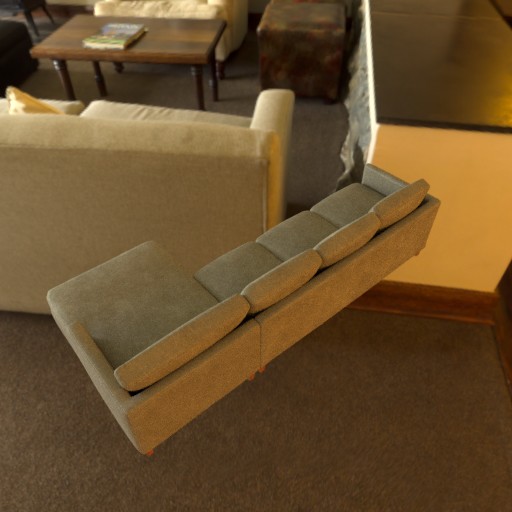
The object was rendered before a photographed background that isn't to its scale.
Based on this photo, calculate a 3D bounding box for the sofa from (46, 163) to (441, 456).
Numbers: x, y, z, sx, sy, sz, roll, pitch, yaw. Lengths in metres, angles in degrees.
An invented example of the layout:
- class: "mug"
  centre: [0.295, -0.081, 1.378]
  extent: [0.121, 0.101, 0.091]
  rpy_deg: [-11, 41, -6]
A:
- class: "sofa"
  centre: [0.000, 0.000, 4.140]
  extent: [3.471, 0.950, 1.604]
  rpy_deg: [-30, 52, -28]
